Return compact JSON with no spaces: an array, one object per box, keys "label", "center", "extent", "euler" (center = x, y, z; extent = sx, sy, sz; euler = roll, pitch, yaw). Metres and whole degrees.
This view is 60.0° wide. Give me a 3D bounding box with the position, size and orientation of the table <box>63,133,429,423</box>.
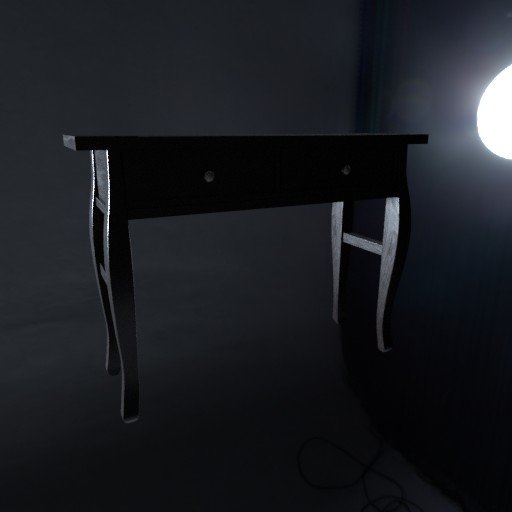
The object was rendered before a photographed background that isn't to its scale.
[{"label":"table","center":[0.000,0.000,1.452],"extent":[1.062,0.768,0.373],"euler":[-8,18,-25]}]
